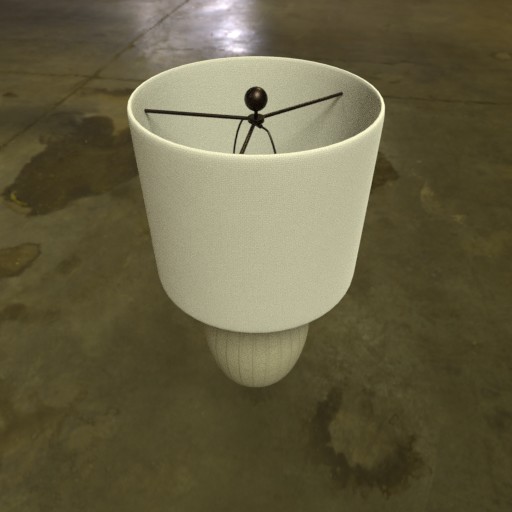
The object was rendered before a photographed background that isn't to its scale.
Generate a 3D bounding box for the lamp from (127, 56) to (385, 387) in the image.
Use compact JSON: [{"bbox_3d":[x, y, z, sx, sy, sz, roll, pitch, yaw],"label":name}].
[{"bbox_3d":[0.000,0.000,0.753,0.329,0.570,0.329,-25,47,-26],"label":"lamp"}]
